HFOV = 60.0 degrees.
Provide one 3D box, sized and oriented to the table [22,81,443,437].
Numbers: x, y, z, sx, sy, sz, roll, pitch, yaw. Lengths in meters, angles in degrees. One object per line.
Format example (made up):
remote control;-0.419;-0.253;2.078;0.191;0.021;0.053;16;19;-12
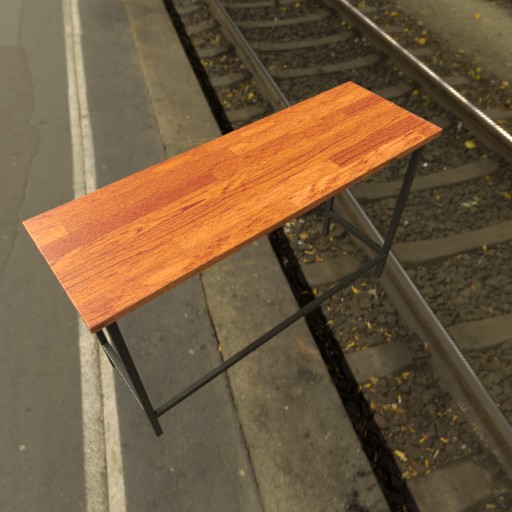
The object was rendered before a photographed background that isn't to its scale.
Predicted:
table;0.000;0.000;1.550;1.204;0.740;0.408;-31;55;-24
